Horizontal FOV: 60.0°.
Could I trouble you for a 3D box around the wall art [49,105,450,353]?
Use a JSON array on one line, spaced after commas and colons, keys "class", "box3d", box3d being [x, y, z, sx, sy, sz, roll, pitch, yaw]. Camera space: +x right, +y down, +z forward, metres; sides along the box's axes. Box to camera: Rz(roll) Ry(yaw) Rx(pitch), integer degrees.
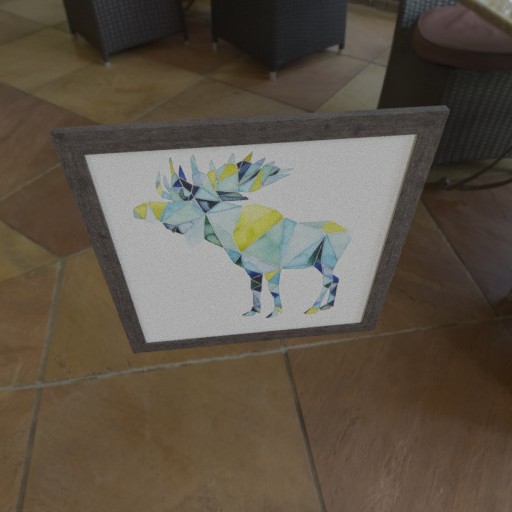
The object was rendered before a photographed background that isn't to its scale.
[{"class": "wall art", "box3d": [0.000, 0.000, 0.673, 0.457, 0.457, 0.013, -5, 47, -4]}]
